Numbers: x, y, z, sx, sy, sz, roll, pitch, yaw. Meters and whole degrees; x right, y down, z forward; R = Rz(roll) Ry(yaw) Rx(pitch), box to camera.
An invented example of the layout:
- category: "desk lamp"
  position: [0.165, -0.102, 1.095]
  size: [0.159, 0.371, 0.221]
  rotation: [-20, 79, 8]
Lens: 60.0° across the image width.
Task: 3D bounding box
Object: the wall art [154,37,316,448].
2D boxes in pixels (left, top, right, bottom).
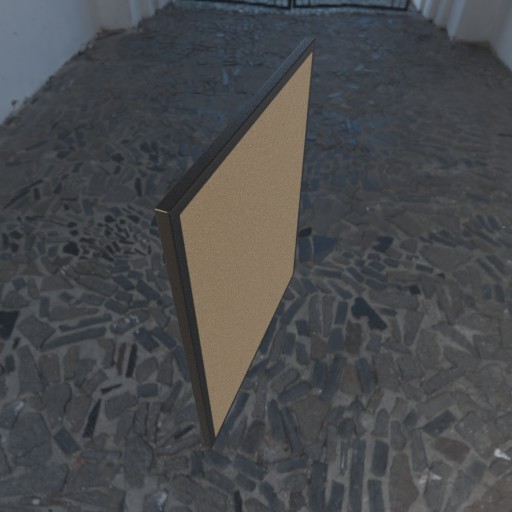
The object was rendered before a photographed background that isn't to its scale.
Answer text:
- category: "wall art"
  position: [0.000, 0.000, 0.788]
  size: [0.018, 0.582, 0.481]
  rotation: [16, 48, 15]
